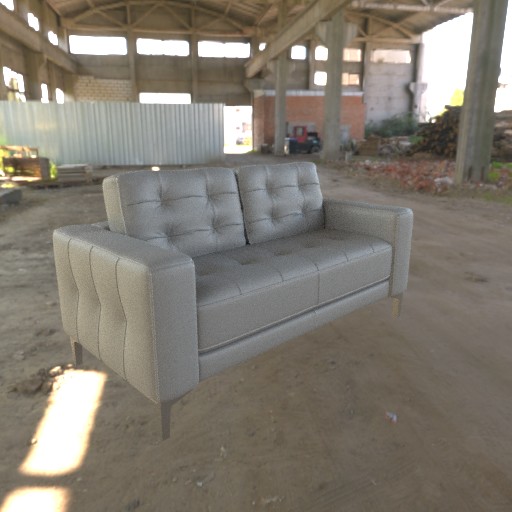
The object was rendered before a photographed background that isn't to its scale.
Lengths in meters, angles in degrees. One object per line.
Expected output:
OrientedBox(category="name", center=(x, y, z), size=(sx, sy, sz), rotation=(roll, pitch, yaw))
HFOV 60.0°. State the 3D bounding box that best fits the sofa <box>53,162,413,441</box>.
OrientedBox(category="sofa", center=(0.000, 0.000, 2.254), size=(1.726, 0.892, 0.833), rotation=(-14, 20, -42))
